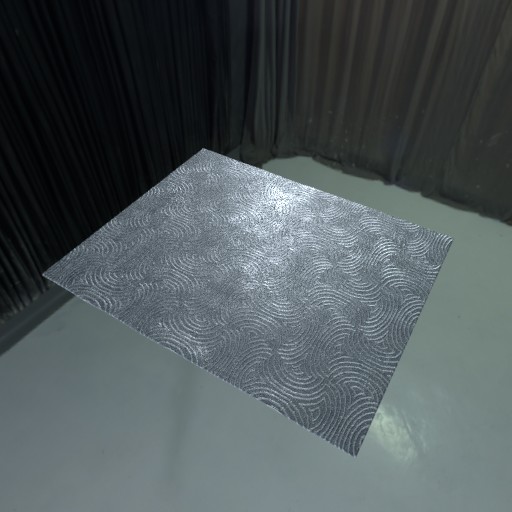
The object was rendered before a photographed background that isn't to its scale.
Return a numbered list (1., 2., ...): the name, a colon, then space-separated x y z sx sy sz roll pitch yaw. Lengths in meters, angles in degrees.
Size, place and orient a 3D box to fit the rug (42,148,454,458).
1. rug: 0.000 0.000 4.171 3.042 0.021 2.456 24 50 22
